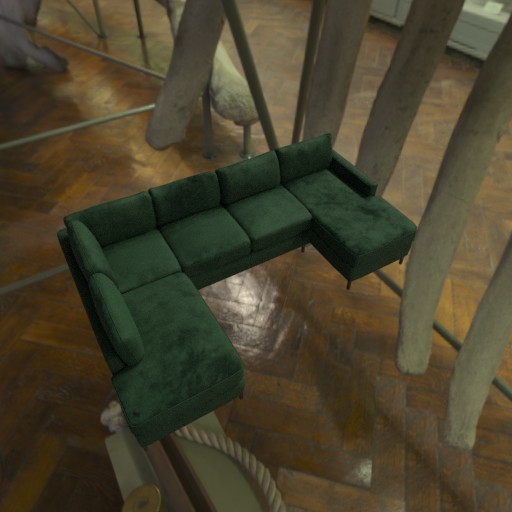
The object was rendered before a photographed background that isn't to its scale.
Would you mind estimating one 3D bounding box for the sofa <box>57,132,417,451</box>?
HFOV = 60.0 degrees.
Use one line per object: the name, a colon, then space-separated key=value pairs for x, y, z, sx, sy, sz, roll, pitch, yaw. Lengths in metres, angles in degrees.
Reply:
sofa: x=0.000 y=0.000 z=3.954 sx=2.994 sy=0.861 sz=1.992 roll=-23 pitch=49 yaw=-21
